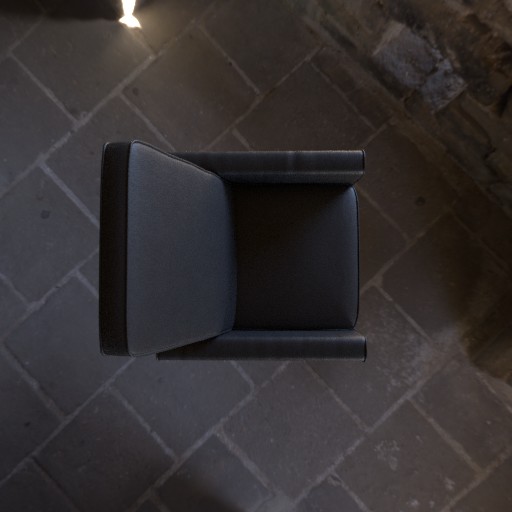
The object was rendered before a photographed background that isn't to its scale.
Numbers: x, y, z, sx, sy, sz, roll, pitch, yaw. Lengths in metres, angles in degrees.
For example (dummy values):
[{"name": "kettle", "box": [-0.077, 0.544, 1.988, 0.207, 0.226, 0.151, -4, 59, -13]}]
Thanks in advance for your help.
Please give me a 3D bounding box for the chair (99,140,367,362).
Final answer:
[{"name": "chair", "box": [0.000, 0.000, 1.520, 0.746, 1.013, 0.705, 0, 88, -1]}]
